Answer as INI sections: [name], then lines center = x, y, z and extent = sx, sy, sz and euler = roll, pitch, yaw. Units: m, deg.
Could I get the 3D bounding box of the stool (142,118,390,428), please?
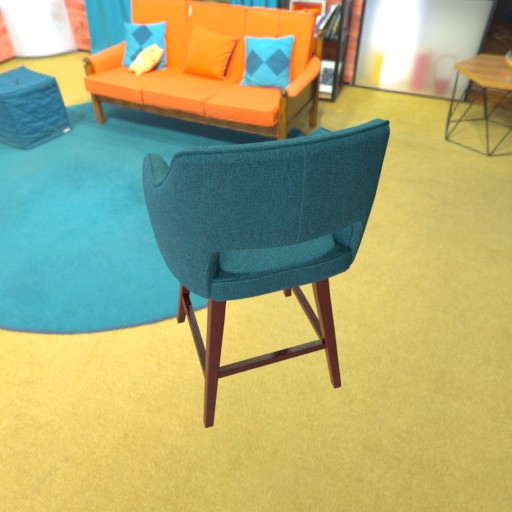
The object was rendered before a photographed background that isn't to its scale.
[stool]
center = 0.000, 0.000, 1.281
extent = 0.548, 0.961, 0.556
euler = -12, 42, -14
